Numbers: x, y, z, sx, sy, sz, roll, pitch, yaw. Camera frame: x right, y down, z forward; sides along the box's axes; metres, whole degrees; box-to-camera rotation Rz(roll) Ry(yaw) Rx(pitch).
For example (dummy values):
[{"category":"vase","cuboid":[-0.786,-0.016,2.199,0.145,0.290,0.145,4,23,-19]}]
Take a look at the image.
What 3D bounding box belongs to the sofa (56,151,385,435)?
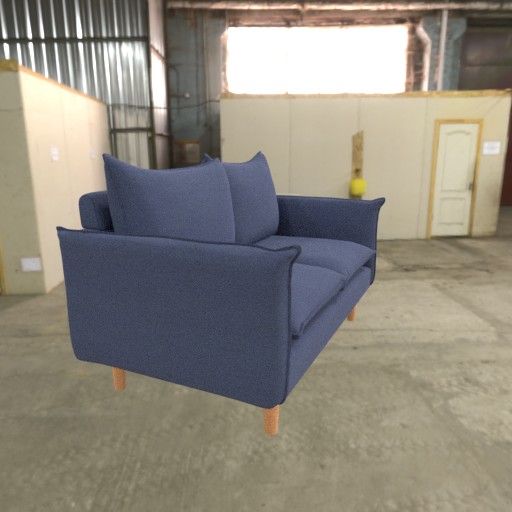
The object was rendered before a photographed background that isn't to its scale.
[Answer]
[{"category":"sofa","cuboid":[0.000,0.000,1.839,0.820,0.840,1.300,6,15,25]}]
